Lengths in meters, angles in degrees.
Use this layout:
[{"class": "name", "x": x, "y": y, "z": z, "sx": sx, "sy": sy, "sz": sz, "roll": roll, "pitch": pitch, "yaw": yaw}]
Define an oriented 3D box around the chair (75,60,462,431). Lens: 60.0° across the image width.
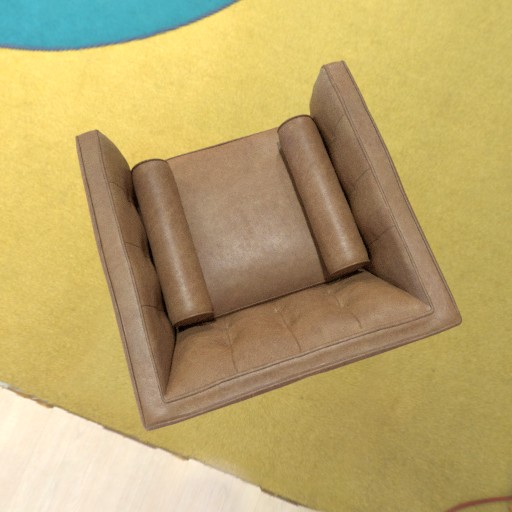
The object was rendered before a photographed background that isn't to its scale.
[{"class": "chair", "x": 0.000, "y": 0.000, "z": 1.638, "sx": 0.920, "sy": 0.797, "sz": 0.912, "roll": -18, "pitch": 76, "yaw": -5}]
